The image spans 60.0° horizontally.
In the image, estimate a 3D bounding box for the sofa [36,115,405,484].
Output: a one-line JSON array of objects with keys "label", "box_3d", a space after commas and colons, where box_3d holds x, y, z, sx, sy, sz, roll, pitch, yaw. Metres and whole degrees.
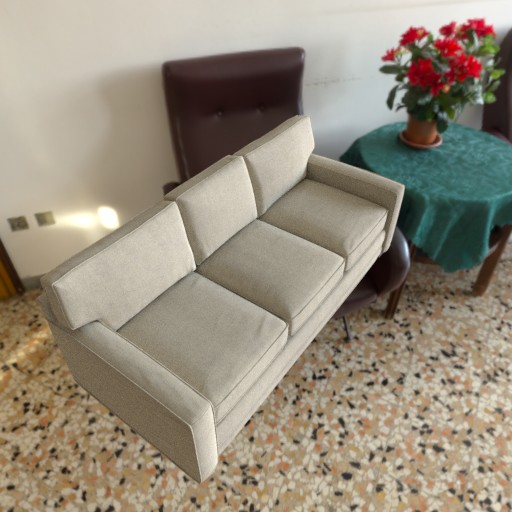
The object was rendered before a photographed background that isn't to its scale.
[{"label": "sofa", "box_3d": [0.000, 0.000, 2.560, 0.936, 0.862, 2.093, 26, 47, 26]}]
